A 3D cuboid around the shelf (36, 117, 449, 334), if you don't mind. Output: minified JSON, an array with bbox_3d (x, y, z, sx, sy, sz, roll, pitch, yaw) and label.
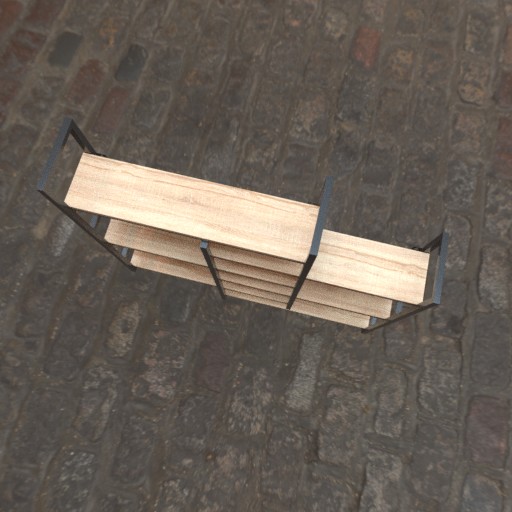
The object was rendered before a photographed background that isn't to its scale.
[{"bbox_3d":[0.000,0.000,1.396,0.946,0.921,0.183,13,75,4],"label":"shelf"}]
